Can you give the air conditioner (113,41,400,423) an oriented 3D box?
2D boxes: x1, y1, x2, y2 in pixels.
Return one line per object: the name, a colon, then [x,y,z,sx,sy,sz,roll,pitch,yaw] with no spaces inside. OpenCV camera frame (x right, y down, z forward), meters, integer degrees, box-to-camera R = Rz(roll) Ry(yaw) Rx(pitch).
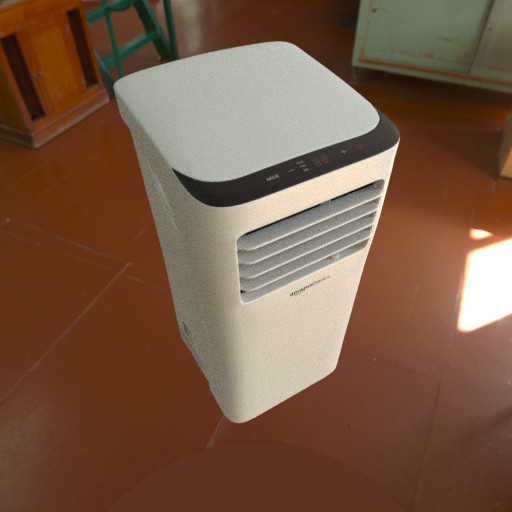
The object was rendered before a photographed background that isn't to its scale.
air conditioner: [0.000,0.000,0.928,0.352,0.716,0.369,-23,50,-21]
